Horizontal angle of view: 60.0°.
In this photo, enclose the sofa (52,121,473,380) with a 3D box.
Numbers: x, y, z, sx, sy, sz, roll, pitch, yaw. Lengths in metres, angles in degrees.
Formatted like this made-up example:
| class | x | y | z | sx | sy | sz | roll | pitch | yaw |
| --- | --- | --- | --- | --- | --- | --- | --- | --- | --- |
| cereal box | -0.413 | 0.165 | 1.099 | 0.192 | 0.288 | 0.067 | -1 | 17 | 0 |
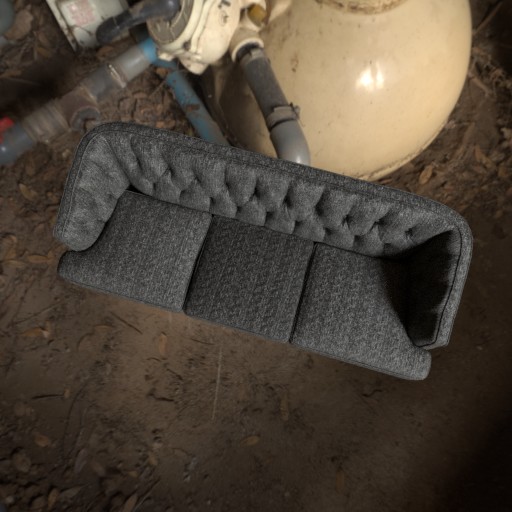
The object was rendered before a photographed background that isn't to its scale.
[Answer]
| class | x | y | z | sx | sy | sz | roll | pitch | yaw |
| --- | --- | --- | --- | --- | --- | --- | --- | --- | --- |
| sofa | 0.000 | 0.000 | 2.728 | 2.278 | 0.855 | 0.941 | 15 | 76 | 4 |
